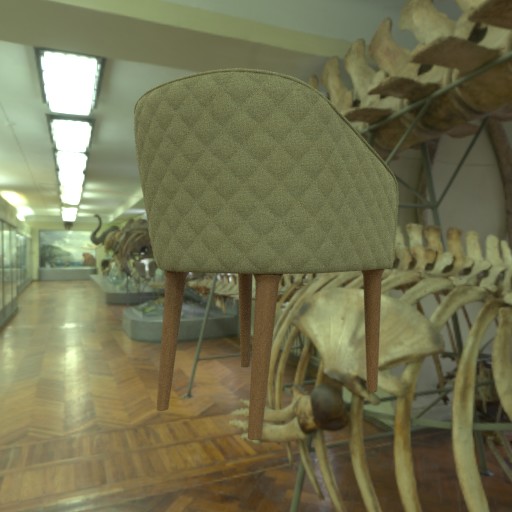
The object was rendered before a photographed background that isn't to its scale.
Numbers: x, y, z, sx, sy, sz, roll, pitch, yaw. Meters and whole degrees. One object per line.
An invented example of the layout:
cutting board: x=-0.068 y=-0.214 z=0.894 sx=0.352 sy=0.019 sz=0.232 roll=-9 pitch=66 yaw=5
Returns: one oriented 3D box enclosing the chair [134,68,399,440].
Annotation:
chair: x=0.000 y=0.000 z=1.199 sx=0.584 sy=0.775 sz=0.616 roll=0 pitch=0 yaw=36
